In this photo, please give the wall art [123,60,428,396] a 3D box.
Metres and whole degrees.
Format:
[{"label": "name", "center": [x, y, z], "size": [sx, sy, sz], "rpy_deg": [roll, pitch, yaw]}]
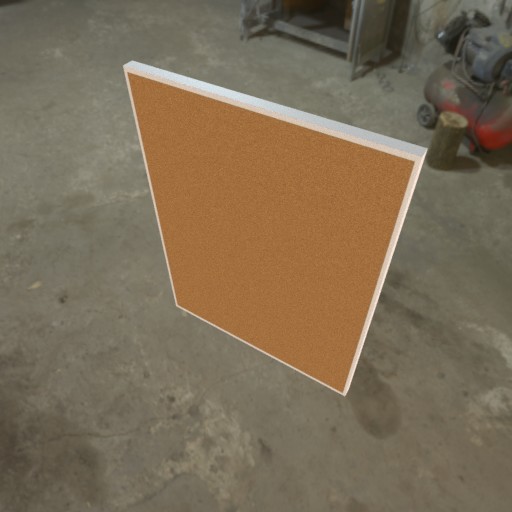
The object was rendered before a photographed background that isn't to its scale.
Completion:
[{"label": "wall art", "center": [0.000, 0.000, 1.412], "size": [0.795, 1.050, 0.039], "rpy_deg": [24, 51, 21]}]
